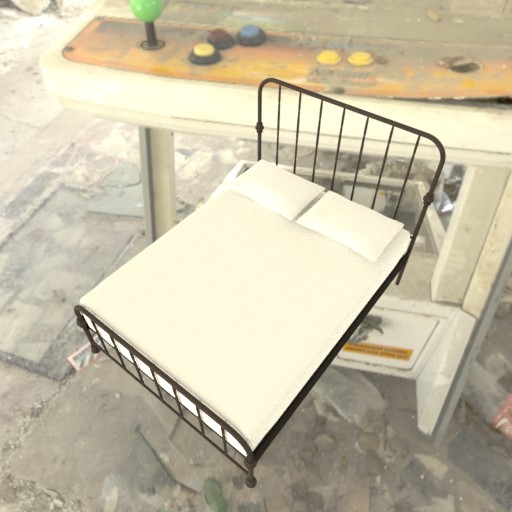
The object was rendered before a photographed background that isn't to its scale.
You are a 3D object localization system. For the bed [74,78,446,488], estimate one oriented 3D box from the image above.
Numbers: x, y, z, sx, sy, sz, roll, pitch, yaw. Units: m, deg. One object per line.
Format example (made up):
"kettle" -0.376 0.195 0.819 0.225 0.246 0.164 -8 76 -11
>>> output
"bed" 0.000 0.000 3.142 1.616 1.446 2.134 30 54 25
